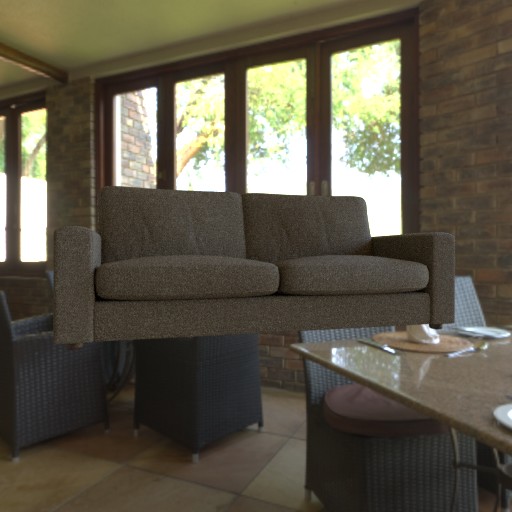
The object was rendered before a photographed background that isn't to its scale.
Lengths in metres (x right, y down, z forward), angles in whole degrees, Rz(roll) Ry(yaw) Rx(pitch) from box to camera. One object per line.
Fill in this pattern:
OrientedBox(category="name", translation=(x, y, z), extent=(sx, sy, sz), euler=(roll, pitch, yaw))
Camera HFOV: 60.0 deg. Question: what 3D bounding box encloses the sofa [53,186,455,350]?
OrientedBox(category="sofa", translation=(0.000, 0.000, 2.743), extent=(2.179, 0.873, 1.016), euler=(0, 0, -16))
